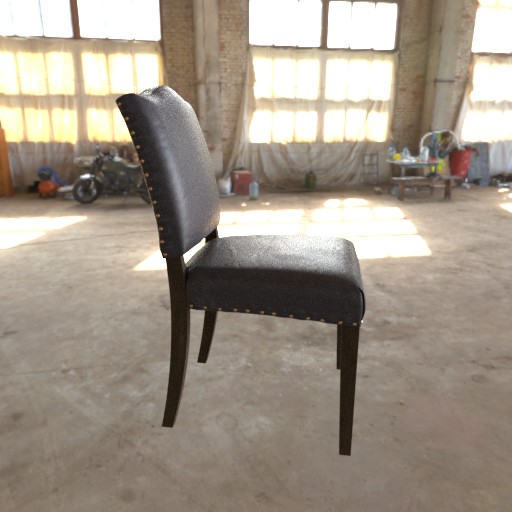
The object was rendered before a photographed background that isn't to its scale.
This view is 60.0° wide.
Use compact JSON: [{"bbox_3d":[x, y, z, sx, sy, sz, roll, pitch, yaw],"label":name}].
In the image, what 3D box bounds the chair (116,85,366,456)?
[{"bbox_3d":[0.000,0.000,1.366,0.633,0.991,0.500,3,17,9],"label":"chair"}]
